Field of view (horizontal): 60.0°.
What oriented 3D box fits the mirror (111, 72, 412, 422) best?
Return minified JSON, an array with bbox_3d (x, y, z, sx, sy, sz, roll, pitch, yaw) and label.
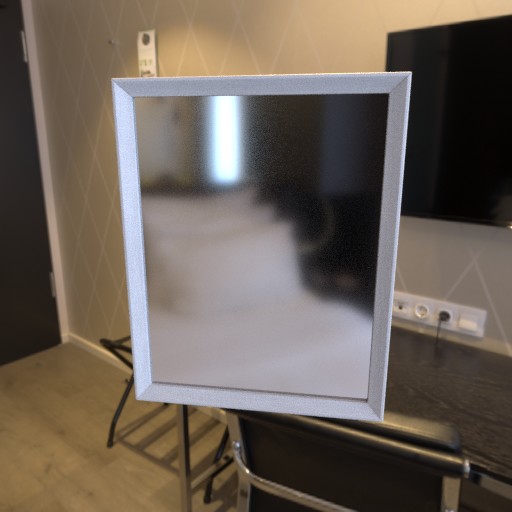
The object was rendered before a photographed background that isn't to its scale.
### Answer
[{"bbox_3d":[0.000,0.000,0.675,0.406,0.509,0.041,2,15,8],"label":"mirror"}]
